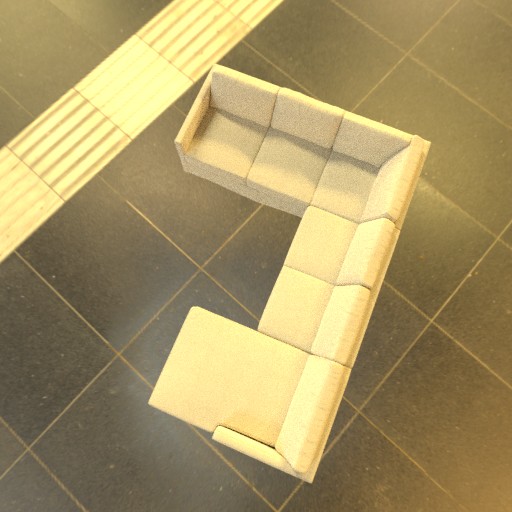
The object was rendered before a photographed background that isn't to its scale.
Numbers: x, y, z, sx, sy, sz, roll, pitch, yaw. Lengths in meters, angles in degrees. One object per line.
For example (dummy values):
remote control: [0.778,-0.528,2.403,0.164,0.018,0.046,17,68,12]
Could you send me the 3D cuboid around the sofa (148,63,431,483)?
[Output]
sofa: [0.000,0.000,4.448,2.427,0.882,3.460,22,77,5]
